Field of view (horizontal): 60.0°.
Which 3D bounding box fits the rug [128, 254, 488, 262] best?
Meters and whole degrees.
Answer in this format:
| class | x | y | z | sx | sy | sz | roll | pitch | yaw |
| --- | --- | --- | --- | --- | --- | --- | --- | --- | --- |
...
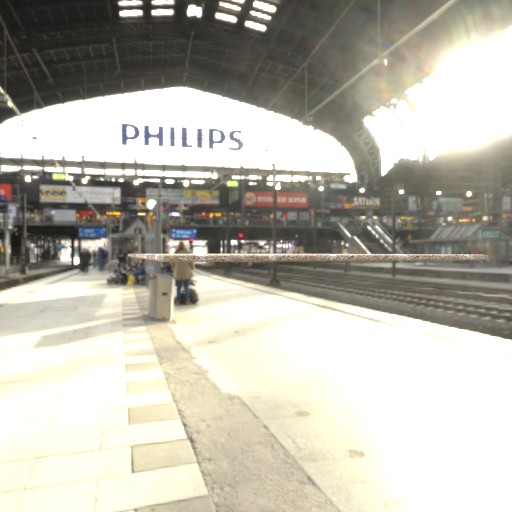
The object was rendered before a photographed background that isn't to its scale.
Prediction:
| class | x | y | z | sx | sy | sz | roll | pitch | yaw |
| --- | --- | --- | --- | --- | --- | --- | --- | --- | --- |
| rug | 0.000 | 0.000 | 3.447 | 1.778 | 0.030 | 2.743 | 0 | 0 | -19 |
